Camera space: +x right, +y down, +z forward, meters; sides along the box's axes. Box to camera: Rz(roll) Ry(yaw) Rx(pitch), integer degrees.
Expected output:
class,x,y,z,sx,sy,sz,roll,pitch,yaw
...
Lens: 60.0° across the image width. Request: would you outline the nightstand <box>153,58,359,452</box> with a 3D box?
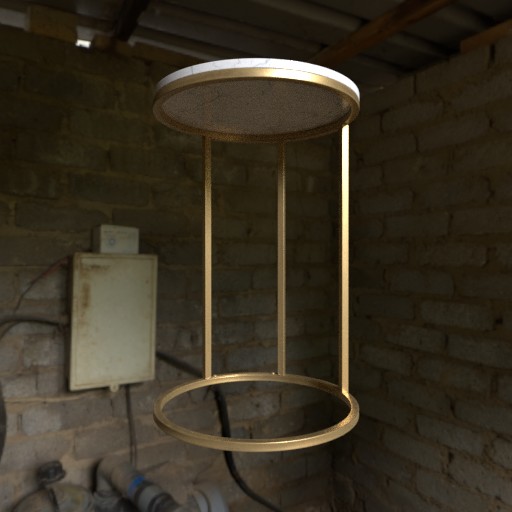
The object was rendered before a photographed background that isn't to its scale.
class,x,y,z,sx,sy,sz,roll,pitch,yaw
nightstand,0.000,0.000,0.883,0.400,0.610,0.400,0,0,19
